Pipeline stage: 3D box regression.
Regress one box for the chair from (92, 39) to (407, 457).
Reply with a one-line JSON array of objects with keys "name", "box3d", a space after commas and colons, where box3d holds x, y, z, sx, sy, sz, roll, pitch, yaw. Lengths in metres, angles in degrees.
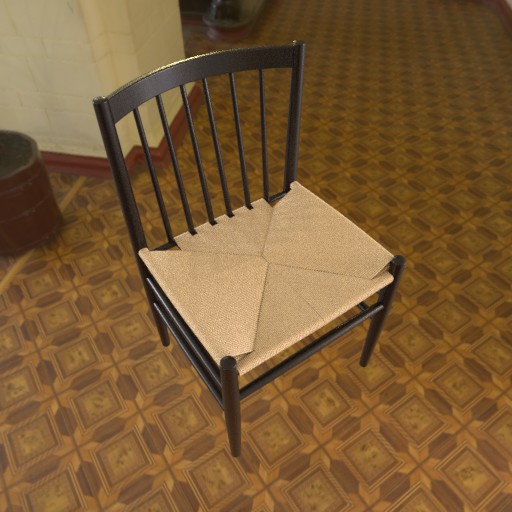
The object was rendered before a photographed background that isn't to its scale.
[{"name": "chair", "box3d": [0.000, 0.000, 1.091, 0.495, 0.818, 0.516, -27, 52, -23]}]
